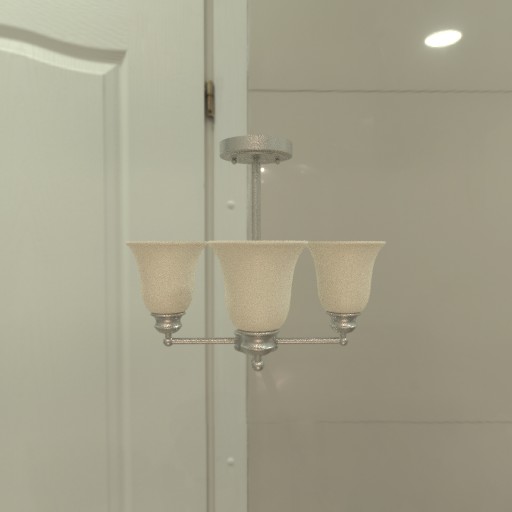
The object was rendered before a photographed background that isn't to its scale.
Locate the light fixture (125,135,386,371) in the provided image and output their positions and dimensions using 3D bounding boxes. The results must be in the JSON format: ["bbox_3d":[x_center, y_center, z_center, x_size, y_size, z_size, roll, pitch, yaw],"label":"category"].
[{"bbox_3d":[0.000,0.000,0.738,0.427,0.370,0.427,0,2,-1],"label":"light fixture"}]
